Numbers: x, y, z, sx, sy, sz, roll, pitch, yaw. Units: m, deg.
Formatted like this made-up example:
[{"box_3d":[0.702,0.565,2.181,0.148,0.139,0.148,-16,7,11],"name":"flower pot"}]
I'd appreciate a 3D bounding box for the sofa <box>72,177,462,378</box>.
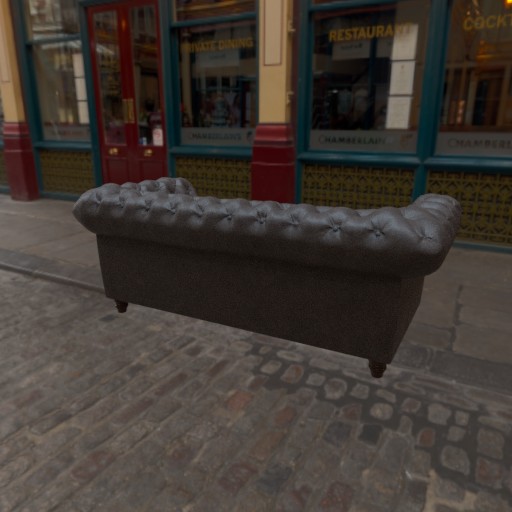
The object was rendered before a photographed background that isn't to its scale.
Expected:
[{"box_3d":[0.000,0.000,2.537,2.048,0.779,0.944,8,18,27],"name":"sofa"}]
